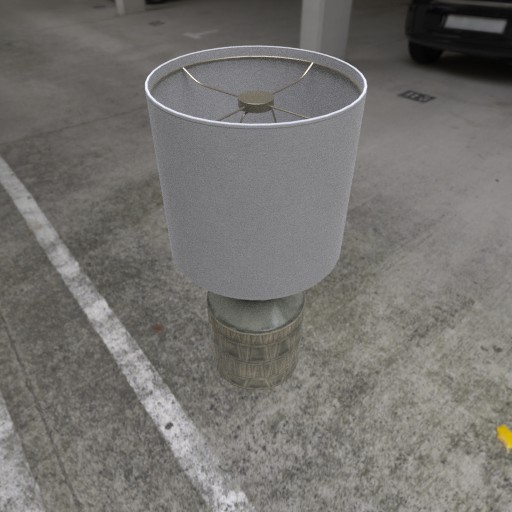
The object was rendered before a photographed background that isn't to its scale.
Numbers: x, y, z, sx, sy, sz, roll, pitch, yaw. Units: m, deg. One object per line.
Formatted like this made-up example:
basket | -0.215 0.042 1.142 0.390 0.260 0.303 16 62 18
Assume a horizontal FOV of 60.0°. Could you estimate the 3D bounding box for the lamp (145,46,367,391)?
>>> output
lamp | 0.000 0.000 0.576 0.211 0.455 0.211 -27 47 -27
